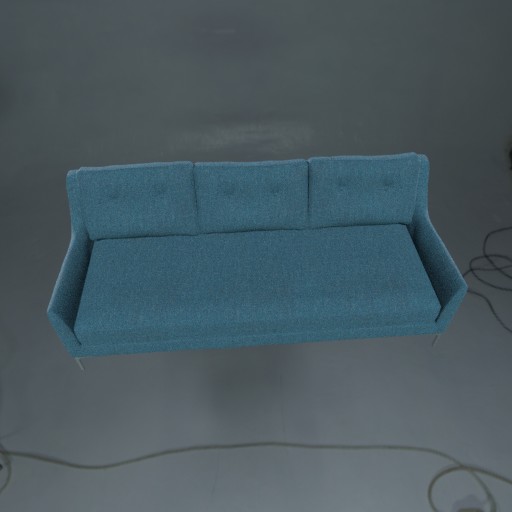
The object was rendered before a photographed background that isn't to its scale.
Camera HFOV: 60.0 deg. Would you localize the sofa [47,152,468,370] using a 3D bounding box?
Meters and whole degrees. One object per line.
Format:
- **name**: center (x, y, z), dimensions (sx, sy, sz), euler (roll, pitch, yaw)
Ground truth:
- **sofa**: center (0.000, 0.000, 2.483), dimensions (2.060, 0.837, 0.849), euler (-3, 47, -3)
